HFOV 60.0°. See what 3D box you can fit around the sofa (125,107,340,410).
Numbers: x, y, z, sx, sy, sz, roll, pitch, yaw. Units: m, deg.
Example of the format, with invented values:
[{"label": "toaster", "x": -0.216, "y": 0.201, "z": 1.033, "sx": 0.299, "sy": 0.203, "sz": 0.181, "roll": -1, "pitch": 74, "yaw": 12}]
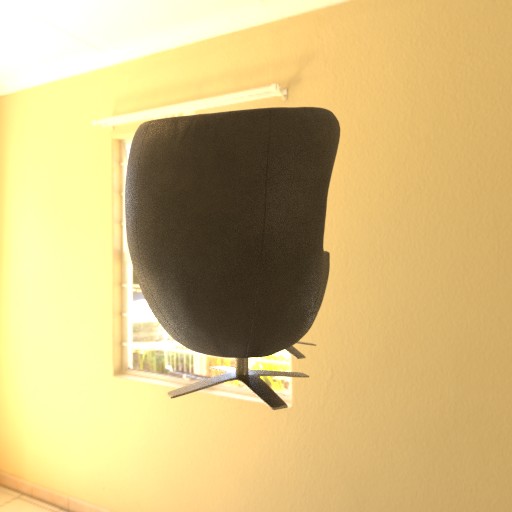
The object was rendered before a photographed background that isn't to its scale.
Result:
[{"label": "sofa", "x": 0.000, "y": 0.000, "z": 2.170, "sx": 0.894, "sy": 1.135, "sz": 1.444, "roll": 0, "pitch": 0, "yaw": 18}]
